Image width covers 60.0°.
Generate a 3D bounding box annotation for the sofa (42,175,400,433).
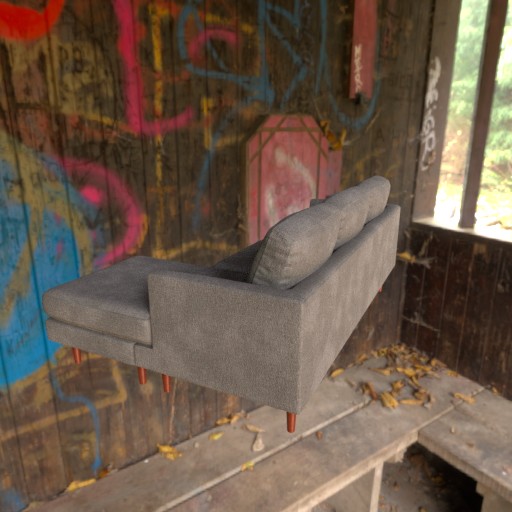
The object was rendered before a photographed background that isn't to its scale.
[{"bbox_3d":[0.000,0.000,3.003,1.504,0.956,2.233,8,19,25],"label":"sofa"}]
